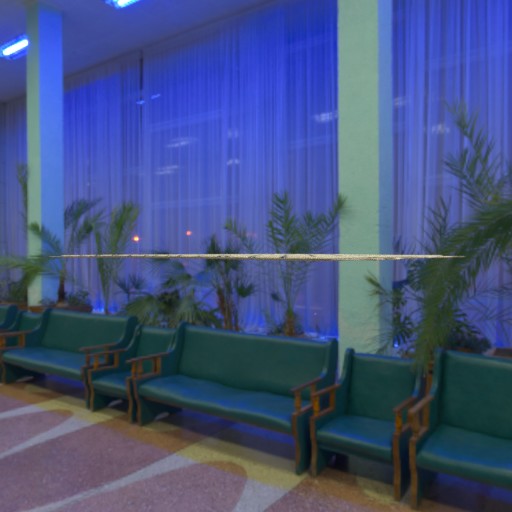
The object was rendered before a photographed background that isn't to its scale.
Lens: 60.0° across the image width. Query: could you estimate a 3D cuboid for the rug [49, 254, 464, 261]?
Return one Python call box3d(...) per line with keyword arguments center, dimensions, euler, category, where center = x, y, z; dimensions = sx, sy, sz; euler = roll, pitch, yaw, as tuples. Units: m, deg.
box3d(center=(0.000, 0.000, 4.239), dimensions=(3.213, 0.030, 2.388), euler=(0, 1, 37), category="rug")
